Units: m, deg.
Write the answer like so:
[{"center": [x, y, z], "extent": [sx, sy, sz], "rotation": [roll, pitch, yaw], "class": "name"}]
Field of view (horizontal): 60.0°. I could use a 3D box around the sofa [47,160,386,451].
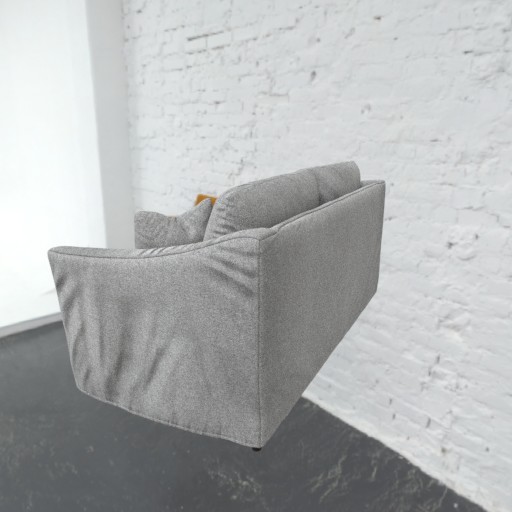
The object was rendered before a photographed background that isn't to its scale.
[{"center": [0.000, 0.000, 2.581], "extent": [1.072, 1.018, 2.010], "rotation": [8, 17, 26], "class": "sofa"}]
